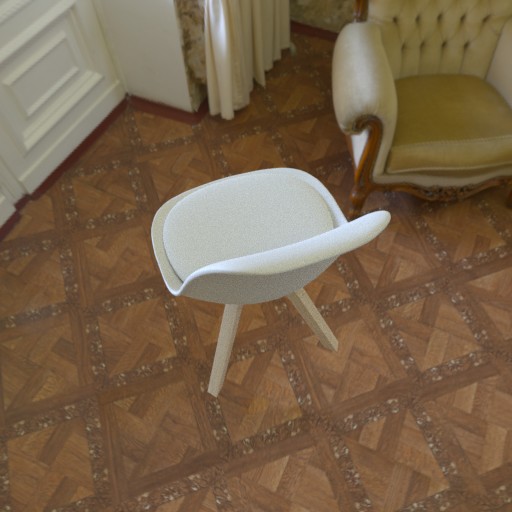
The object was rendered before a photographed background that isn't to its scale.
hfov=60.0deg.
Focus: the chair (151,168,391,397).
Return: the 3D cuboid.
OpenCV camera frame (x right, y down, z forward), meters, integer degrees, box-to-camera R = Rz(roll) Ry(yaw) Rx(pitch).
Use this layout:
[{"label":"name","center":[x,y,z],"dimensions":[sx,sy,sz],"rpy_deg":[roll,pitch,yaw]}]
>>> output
[{"label":"chair","center":[0.000,0.000,1.153],"dimensions":[0.485,0.850,0.550],"rpy_deg":[-18,61,-10]}]
